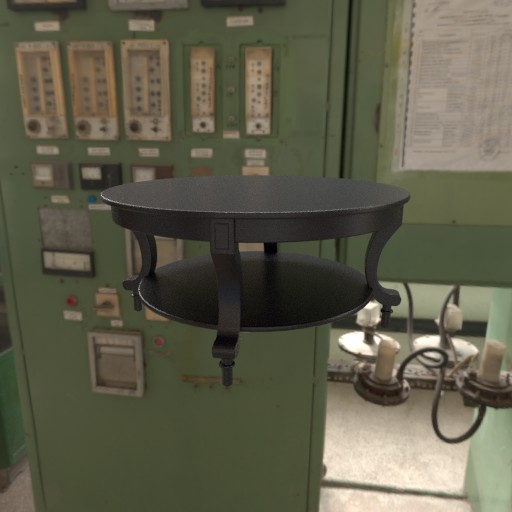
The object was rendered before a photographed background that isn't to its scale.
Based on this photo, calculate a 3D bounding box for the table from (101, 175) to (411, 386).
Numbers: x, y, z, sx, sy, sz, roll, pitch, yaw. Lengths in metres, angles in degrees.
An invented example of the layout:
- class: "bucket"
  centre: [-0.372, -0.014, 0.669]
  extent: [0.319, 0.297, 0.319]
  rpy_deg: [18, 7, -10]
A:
- class: "table"
  centre: [0.000, 0.000, 1.609]
  extent: [1.029, 0.491, 1.029]
  rpy_deg: [0, 15, 0]
